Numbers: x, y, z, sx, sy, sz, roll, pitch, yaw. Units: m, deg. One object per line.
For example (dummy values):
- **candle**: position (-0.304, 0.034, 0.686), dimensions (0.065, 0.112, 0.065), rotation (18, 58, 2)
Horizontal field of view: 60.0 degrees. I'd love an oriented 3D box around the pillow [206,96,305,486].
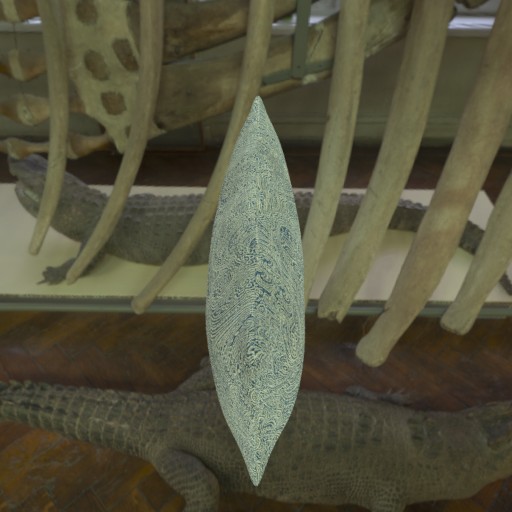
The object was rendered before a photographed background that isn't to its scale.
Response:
- **pillow**: position (0.000, 0.000, 0.726), dimensions (0.151, 0.295, 0.615), rotation (0, 41, 0)
